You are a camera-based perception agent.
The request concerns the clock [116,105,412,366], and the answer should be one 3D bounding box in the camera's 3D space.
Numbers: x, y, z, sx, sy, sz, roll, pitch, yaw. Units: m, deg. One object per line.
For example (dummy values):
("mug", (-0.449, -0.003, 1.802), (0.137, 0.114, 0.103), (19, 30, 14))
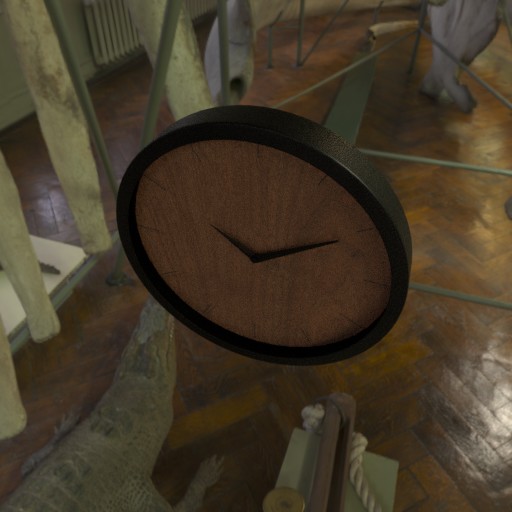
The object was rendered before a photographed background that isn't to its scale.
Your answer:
("clock", (0.000, 0.000, 0.474), (0.314, 0.314, 0.040), (13, 43, 15))
